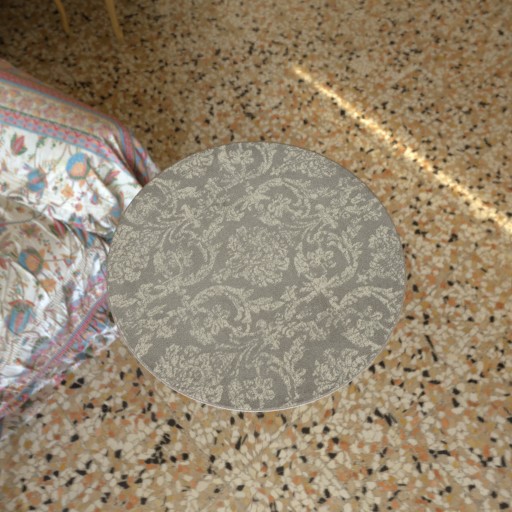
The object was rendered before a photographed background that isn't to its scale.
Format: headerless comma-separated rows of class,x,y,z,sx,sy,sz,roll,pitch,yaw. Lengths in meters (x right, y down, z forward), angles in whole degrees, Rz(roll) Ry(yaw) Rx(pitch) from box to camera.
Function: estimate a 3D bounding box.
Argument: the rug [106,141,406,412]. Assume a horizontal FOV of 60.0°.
rug,0.000,0.000,2.380,1.593,0.012,1.593,0,63,0
